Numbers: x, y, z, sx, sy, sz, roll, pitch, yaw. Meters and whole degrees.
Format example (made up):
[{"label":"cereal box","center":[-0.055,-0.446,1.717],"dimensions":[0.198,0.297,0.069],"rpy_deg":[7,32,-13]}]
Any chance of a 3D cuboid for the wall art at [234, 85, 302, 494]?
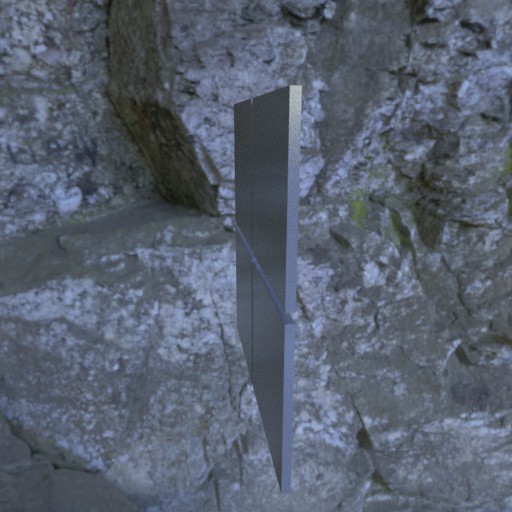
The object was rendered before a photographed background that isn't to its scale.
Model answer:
[{"label":"wall art","center":[0.000,0.000,1.665],"dimensions":[0.029,1.118,1.118],"rpy_deg":[-3,17,-9]}]
